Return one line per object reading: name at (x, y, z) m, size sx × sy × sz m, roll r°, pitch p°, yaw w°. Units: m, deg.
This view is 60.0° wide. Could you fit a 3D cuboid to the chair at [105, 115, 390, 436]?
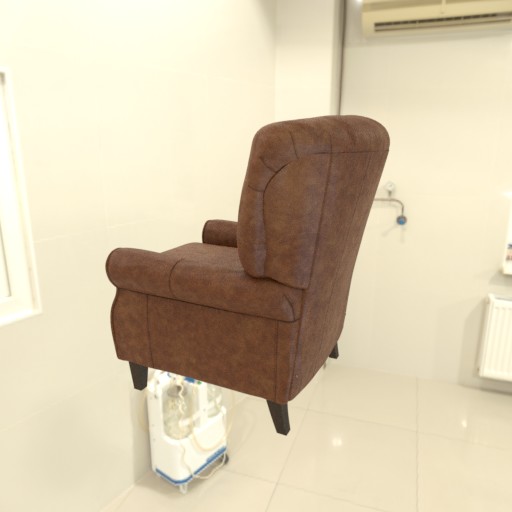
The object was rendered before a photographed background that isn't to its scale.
chair at (0.000, 0.000, 1.946) m, size 1.059 × 1.164 × 0.951 m, roll 7°, pitch 17°, yaw 25°
